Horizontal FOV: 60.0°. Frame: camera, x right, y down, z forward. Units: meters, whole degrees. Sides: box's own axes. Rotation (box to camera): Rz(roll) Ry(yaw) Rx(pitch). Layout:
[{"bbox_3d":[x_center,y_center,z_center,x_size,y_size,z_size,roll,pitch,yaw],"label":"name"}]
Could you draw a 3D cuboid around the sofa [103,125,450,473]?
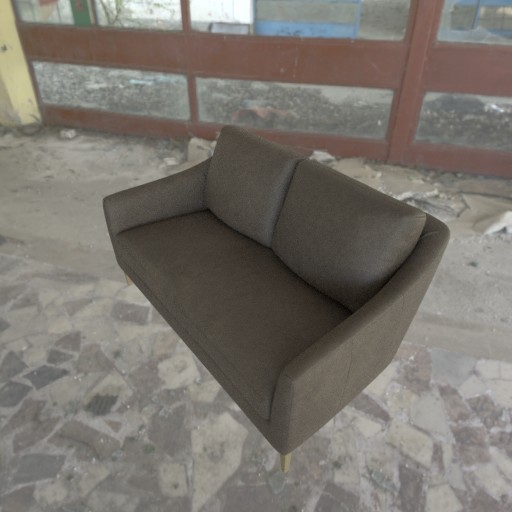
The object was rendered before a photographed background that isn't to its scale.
[{"bbox_3d":[0.000,0.000,2.206,0.960,0.902,1.619,-23,40,-30],"label":"sofa"}]
